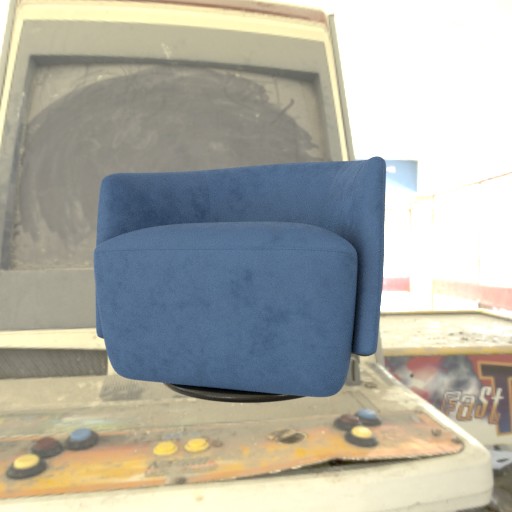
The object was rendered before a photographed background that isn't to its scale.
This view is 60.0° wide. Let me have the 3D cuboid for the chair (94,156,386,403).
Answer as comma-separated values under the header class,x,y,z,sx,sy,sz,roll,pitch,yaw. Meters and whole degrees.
class,x,y,z,sx,sy,sz,roll,pitch,yaw
chair,0.000,0.000,1.359,0.773,0.698,0.767,0,0,17
